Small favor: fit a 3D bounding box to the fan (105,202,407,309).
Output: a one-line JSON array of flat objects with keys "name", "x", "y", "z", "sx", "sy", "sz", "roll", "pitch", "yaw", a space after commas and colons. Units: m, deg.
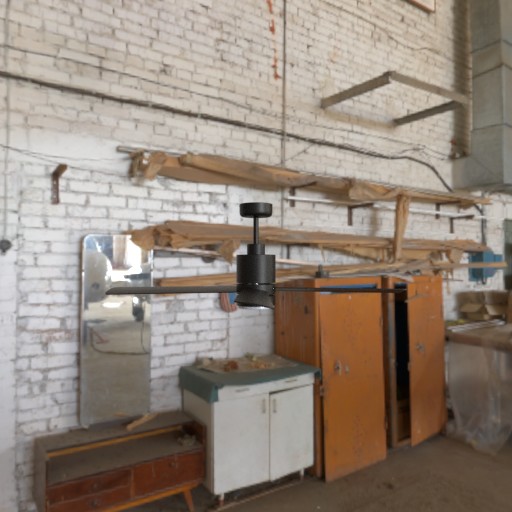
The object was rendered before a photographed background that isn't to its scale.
[{"name": "fan", "x": 0.000, "y": 0.000, "z": 2.293, "sx": 1.525, "sy": 0.534, "sz": 1.525, "roll": 0, "pitch": -1, "yaw": 1}]
